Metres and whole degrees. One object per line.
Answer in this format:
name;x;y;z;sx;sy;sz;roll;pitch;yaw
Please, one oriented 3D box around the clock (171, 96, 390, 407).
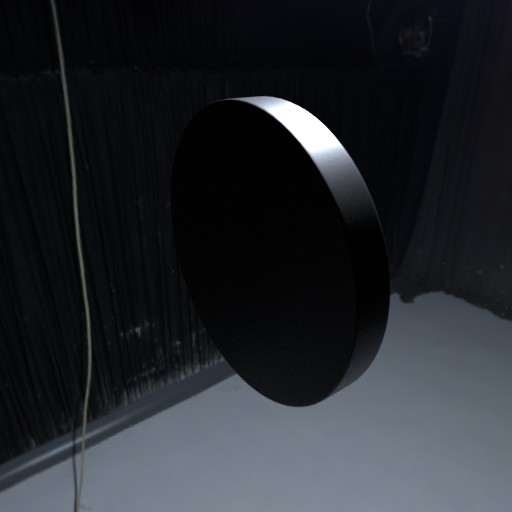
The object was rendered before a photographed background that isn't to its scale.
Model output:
clock;0.000;0.000;0.465;0.040;0.314;0.314;-18;31;-32
